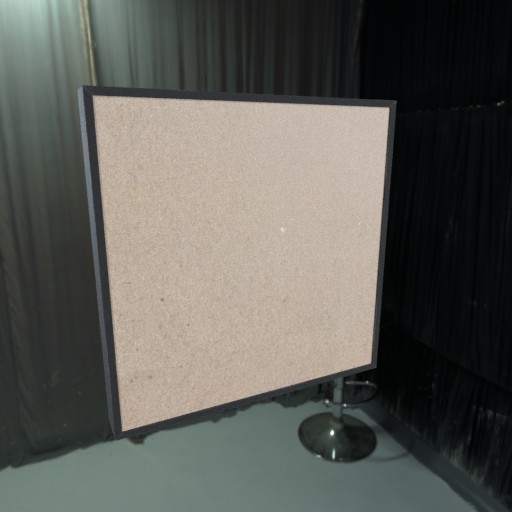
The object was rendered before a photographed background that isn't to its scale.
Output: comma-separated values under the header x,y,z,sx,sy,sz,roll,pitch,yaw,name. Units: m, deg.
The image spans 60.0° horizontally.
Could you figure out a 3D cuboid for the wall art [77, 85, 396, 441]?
x,y,z,sx,sy,sz,roll,pitch,yaw,name
0.000,0.000,0.447,0.305,0.305,0.038,-7,16,-25,wall art
